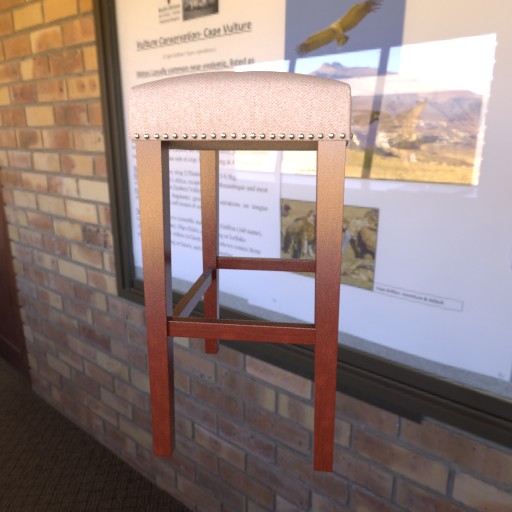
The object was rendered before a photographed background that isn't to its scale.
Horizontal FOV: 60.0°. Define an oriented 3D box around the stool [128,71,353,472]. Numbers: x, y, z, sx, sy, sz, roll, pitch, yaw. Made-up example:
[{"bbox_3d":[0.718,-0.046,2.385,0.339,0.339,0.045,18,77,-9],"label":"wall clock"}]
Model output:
[{"bbox_3d":[0.000,0.000,1.023,0.372,0.742,0.504,2,15,7],"label":"stool"}]
